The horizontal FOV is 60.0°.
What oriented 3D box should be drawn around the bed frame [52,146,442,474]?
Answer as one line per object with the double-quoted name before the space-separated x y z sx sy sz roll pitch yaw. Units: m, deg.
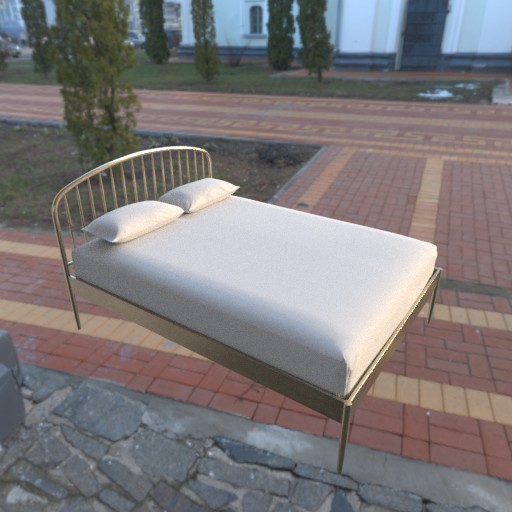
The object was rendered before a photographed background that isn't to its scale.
"bed frame" 0.000 0.000 3.087 2.152 1.175 1.612 17 31 31
